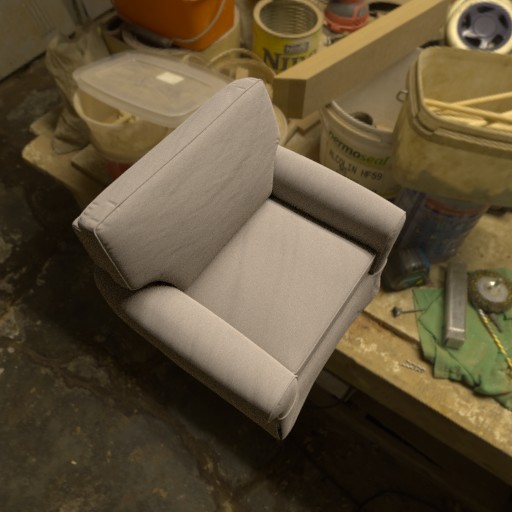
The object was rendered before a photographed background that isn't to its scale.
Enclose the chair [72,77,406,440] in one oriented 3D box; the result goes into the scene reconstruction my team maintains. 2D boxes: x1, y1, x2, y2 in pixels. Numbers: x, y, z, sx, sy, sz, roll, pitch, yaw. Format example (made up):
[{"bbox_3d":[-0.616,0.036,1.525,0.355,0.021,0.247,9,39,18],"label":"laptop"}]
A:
[{"bbox_3d":[0.000,0.000,1.942,0.988,1.017,1.135,31,63,18],"label":"chair"}]
